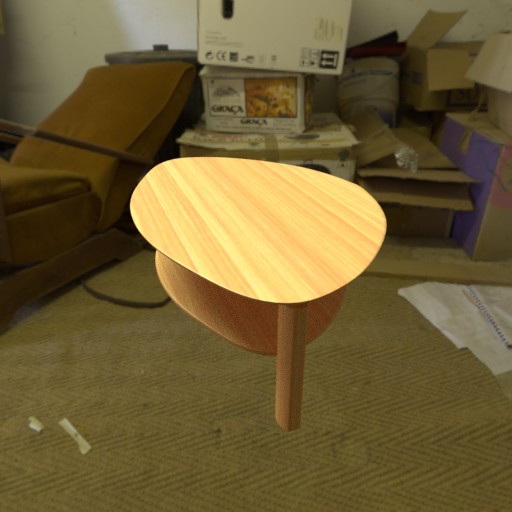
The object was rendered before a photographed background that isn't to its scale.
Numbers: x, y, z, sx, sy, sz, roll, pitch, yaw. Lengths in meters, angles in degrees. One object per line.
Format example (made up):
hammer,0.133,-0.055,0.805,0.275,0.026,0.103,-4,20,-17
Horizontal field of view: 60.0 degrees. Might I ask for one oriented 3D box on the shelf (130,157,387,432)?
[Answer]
shelf,0.000,0.000,1.653,0.845,0.440,1.246,-10,30,-19
